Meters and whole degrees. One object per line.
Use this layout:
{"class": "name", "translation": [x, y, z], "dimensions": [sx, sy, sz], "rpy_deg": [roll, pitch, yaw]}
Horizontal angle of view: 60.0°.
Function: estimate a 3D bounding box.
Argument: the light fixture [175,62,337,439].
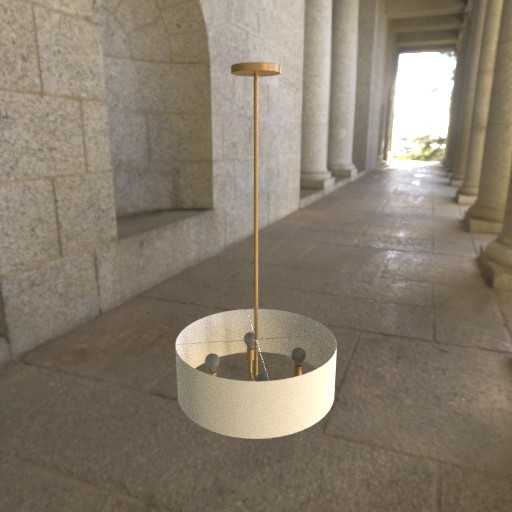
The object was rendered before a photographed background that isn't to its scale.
{"class": "light fixture", "translation": [0.000, 0.000, 1.342], "dimensions": [0.508, 1.067, 0.508], "rpy_deg": [0, 15, 0]}
